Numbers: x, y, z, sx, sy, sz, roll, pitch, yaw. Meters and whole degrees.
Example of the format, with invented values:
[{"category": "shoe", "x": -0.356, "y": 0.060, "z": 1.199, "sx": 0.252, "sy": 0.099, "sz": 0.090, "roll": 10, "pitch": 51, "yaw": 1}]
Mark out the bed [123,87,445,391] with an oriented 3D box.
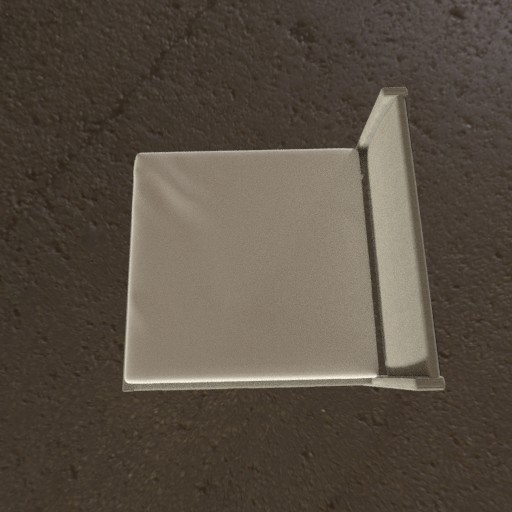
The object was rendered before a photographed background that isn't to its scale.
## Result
[{"category": "bed", "x": 0.000, "y": 0.000, "z": 3.681, "sx": 2.280, "sy": 1.470, "sz": 2.140, "roll": -1, "pitch": 75, "yaw": 0}]
